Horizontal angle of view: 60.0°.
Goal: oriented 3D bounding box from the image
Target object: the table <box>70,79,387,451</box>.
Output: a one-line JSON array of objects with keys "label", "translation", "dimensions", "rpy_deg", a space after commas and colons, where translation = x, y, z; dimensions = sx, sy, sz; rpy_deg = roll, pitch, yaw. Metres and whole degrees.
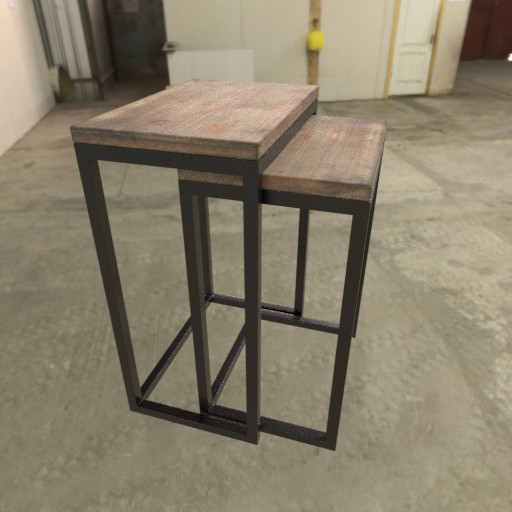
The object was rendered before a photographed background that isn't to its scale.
[{"label": "table", "translation": [0.000, 0.000, 0.934], "dimensions": [0.460, 0.615, 0.456], "rpy_deg": [10, 32, 17]}]
